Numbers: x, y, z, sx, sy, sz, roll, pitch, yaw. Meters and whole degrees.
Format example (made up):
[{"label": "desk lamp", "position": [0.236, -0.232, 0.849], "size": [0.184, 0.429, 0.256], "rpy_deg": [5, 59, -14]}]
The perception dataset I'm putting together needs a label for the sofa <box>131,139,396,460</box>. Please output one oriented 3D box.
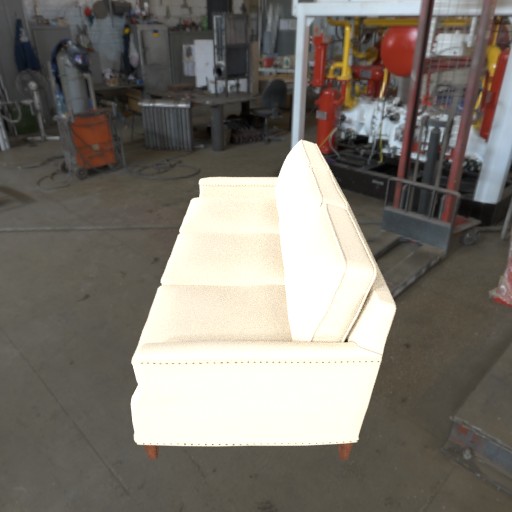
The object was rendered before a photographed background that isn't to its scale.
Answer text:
[{"label": "sofa", "position": [0.000, 0.000, 2.770], "size": [1.084, 1.003, 2.246], "rpy_deg": [0, 28, 0]}]
